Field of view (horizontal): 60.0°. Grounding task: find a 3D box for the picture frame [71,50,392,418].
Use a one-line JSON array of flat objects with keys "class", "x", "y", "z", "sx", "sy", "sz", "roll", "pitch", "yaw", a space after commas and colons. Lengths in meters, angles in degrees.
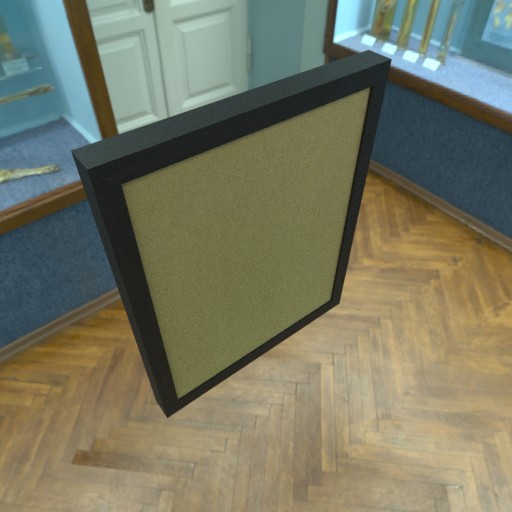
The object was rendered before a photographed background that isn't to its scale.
[{"class": "picture frame", "x": 0.000, "y": 0.000, "z": 0.744, "sx": 0.452, "sy": 0.555, "sz": 0.044, "roll": -28, "pitch": 52, "yaw": -25}]
